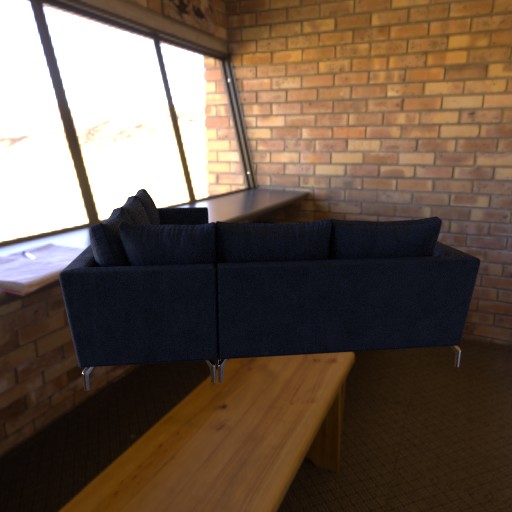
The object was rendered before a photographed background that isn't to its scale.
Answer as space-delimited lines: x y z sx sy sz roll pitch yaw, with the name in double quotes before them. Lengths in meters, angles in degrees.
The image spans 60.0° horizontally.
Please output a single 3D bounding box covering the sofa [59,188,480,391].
"sofa" 0.000 0.000 3.794 2.472 0.988 2.463 -2 14 -7
